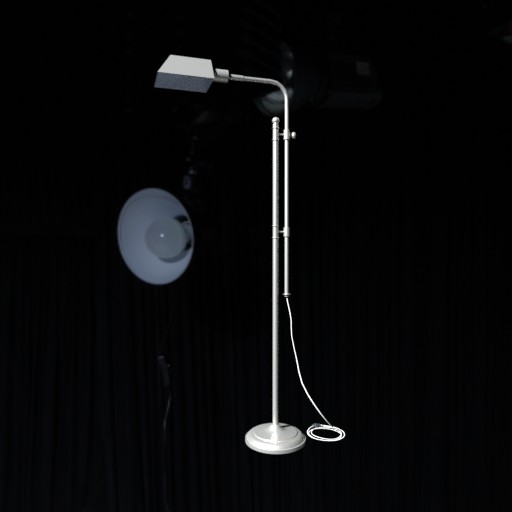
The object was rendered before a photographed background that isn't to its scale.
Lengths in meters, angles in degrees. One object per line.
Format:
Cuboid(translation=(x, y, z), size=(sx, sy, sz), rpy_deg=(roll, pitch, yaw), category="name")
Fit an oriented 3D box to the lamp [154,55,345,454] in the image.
Cuboid(translation=(0.000, 0.000, 1.849), size=(0.813, 1.571, 0.256), rpy_deg=(0, 1, -17), category="lamp")
